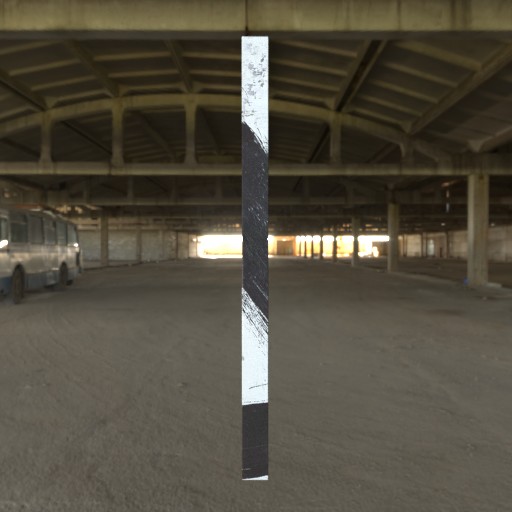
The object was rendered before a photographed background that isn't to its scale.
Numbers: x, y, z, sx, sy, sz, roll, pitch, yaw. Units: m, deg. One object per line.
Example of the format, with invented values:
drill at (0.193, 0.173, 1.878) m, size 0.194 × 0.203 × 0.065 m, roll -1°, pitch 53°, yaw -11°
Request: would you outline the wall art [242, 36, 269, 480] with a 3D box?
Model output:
wall art at (0.000, 0.000, 1.145) m, size 0.046 × 0.765 × 0.765 m, roll 0°, pitch 1°, yaw 0°
